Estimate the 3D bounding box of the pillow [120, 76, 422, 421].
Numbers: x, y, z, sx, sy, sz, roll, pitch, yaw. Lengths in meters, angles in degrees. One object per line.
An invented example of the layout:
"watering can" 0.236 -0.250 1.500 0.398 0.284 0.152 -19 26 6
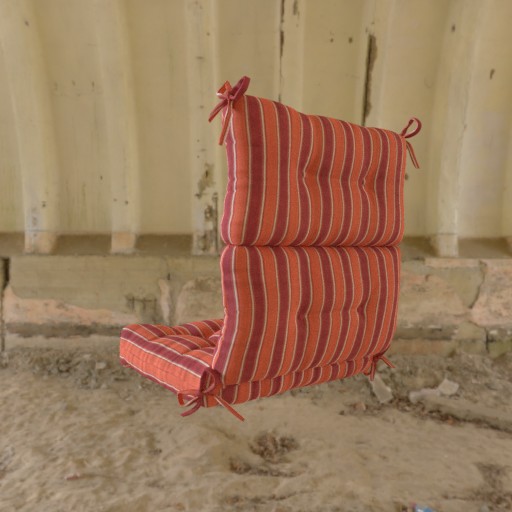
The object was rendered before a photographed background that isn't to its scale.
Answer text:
"pillow" 0.000 0.000 1.041 0.519 0.605 0.571 -1 1 -36
